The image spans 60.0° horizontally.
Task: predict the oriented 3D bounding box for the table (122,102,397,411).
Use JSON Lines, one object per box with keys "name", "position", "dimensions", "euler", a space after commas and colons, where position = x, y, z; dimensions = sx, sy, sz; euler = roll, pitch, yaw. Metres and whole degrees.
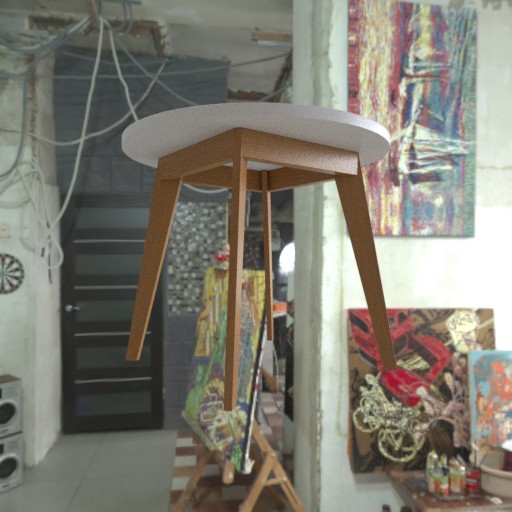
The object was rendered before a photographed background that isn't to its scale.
{"name": "table", "position": [0.000, 0.000, 1.546], "dimensions": [0.896, 0.762, 0.896], "euler": [0, 0, 0]}
